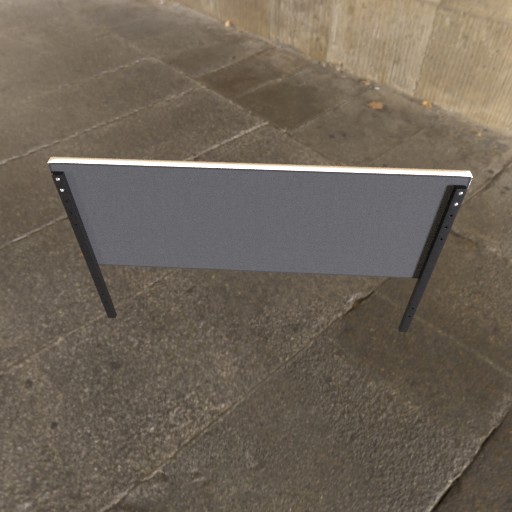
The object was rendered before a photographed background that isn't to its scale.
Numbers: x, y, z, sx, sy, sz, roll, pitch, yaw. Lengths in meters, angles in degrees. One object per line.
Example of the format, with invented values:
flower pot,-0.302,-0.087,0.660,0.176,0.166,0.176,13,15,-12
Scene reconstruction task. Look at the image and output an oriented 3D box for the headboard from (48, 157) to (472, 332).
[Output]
headboard,0.000,0.000,2.950,2.362,1.410,0.120,2,46,2
